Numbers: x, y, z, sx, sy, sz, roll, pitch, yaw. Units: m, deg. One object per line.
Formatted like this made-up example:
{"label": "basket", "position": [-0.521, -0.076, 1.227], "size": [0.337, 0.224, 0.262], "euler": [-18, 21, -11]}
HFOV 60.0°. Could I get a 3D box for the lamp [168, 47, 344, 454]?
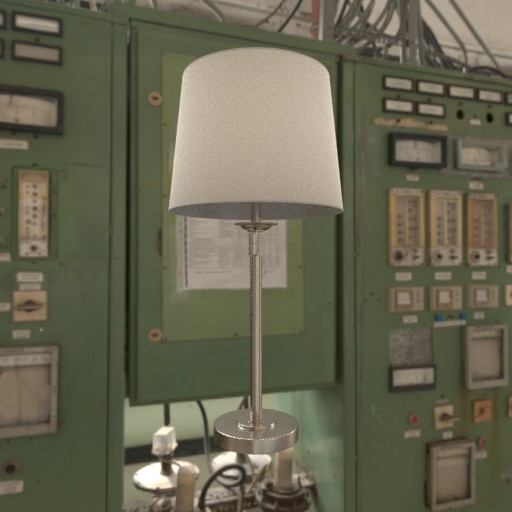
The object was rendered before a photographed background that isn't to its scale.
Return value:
{"label": "lamp", "position": [0.000, 0.000, 0.858], "size": [0.333, 0.696, 0.333], "euler": [0, 0, 0]}
